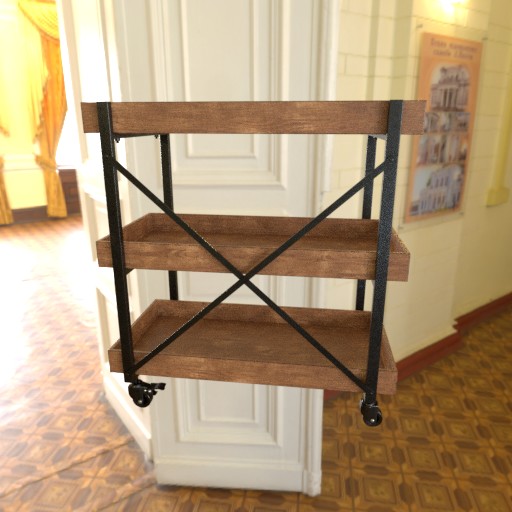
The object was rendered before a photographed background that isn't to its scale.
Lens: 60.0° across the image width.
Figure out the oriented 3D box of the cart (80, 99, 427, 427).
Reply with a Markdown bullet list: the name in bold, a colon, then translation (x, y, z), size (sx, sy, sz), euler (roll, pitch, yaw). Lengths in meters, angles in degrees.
- **cart**: translation (0.000, 0.000, 1.232), size (0.750, 0.800, 0.411), euler (2, 17, 8)
